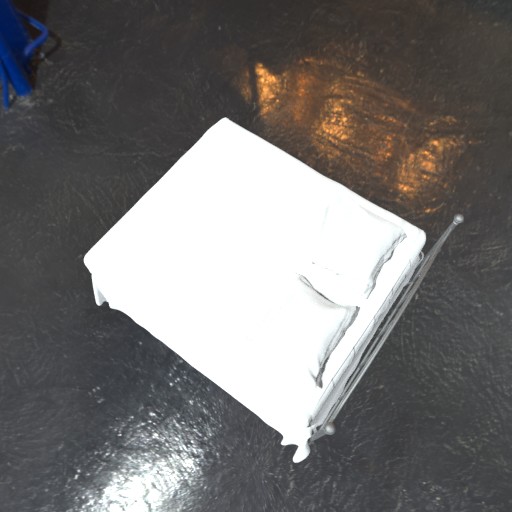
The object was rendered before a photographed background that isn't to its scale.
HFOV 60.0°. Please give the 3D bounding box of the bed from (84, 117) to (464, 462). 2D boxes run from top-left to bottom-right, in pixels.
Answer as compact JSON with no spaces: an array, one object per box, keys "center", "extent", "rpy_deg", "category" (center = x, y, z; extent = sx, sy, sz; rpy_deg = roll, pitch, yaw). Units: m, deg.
[{"center":[0.000,0.000,3.338],"extent":[2.215,1.080,1.936],"rpy_deg":[33,69,15],"category":"bed"}]
